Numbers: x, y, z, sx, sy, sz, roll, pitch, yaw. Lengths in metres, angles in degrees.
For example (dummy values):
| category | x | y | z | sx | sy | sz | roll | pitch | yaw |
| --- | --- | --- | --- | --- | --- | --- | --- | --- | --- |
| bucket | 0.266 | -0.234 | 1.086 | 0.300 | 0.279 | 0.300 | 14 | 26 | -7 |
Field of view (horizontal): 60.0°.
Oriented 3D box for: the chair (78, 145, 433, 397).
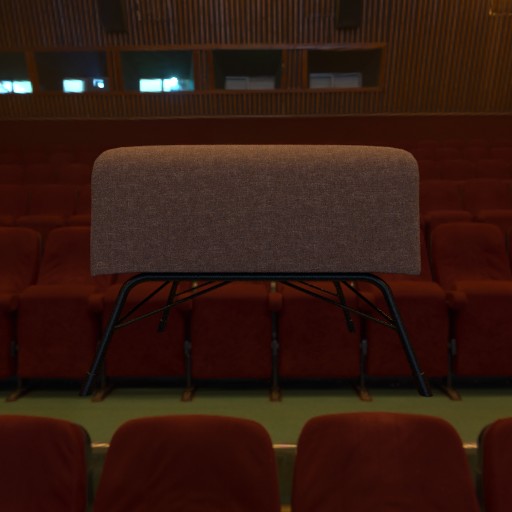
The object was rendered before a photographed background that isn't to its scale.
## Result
| category | x | y | z | sx | sy | sz | roll | pitch | yaw |
| --- | --- | --- | --- | --- | --- | --- | --- | --- | --- |
| chair | 0.000 | 0.000 | 0.917 | 0.530 | 0.410 | 0.530 | 0 | 1 | 0 |
